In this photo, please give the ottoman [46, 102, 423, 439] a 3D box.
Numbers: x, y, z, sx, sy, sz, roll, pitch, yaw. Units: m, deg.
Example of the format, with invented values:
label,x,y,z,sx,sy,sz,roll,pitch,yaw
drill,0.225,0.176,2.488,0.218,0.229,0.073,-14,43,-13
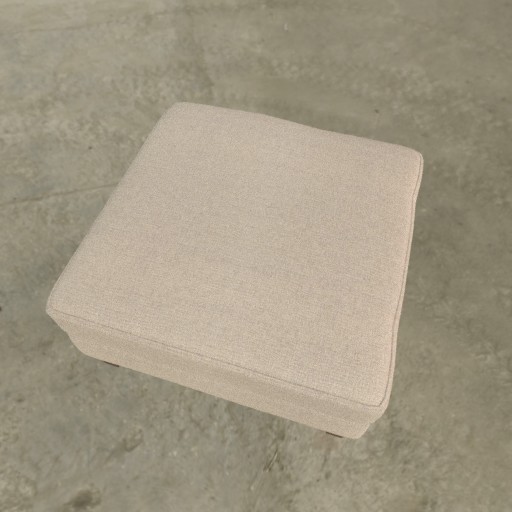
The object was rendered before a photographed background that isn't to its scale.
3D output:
label,x,y,z,sx,sy,sz,roll,pitch,yaw
ottoman,0.000,0.000,1.353,0.838,0.481,0.838,15,58,9
